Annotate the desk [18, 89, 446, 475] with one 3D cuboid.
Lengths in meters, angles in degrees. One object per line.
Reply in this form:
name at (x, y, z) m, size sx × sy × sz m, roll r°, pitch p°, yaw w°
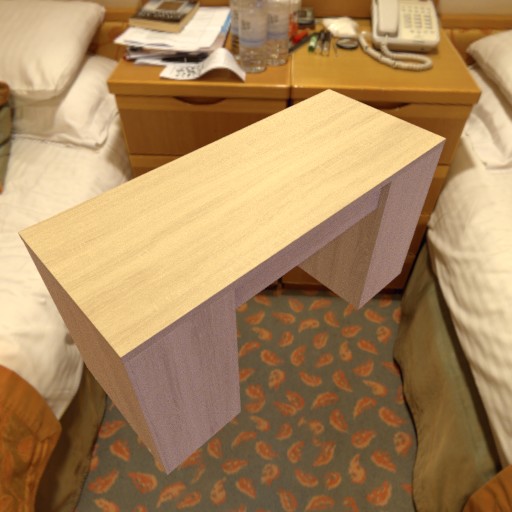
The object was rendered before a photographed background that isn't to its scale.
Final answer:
desk at (0.000, 0.000, 1.741) m, size 1.390 × 0.740 × 0.600 m, roll -33°, pitch 54°, yaw -29°
